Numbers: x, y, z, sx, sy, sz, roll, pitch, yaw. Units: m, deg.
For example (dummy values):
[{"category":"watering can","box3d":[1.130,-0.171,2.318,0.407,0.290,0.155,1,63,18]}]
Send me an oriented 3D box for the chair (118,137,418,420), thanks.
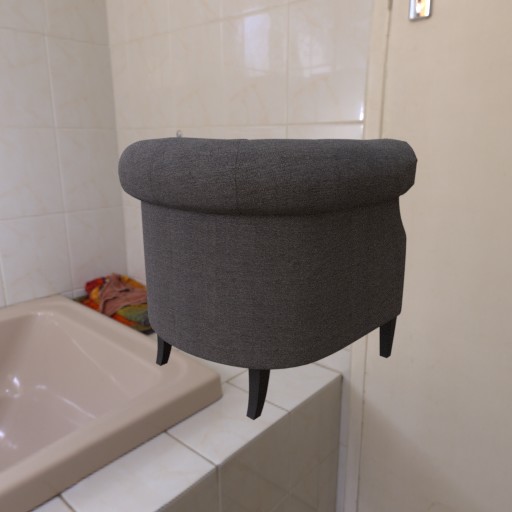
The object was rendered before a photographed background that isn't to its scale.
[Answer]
[{"category":"chair","box3d":[0.000,0.000,1.602,0.905,0.827,0.852,14,20,42]}]
